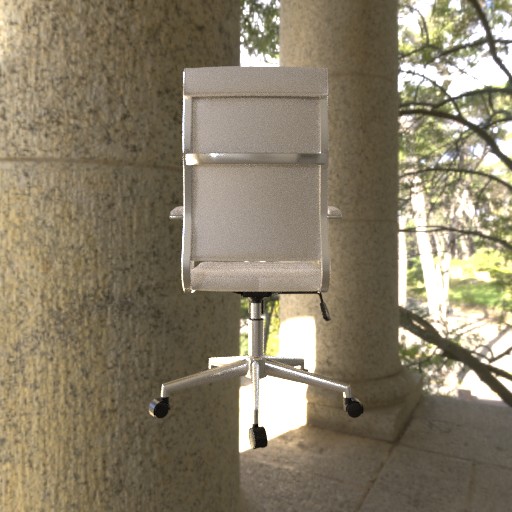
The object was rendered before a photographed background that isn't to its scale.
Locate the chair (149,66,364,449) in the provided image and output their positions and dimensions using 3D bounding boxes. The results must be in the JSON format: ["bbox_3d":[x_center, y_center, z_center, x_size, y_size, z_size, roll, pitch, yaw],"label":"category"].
[{"bbox_3d":[0.000,0.000,1.663,0.766,1.149,0.739,0,1,0],"label":"chair"}]
